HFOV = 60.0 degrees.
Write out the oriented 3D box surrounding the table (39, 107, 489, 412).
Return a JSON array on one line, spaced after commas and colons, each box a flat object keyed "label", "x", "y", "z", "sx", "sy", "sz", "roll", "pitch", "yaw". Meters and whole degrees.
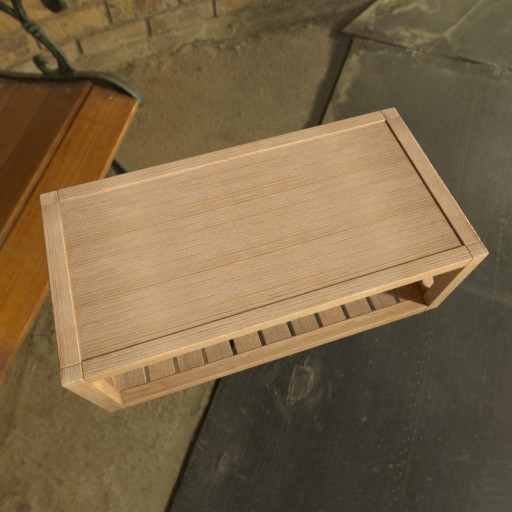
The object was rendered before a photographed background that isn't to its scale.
[{"label": "table", "x": 0.000, "y": 0.000, "z": 1.627, "sx": 1.321, "sy": 0.457, "sz": 0.660, "roll": -16, "pitch": 63, "yaw": -8}]
